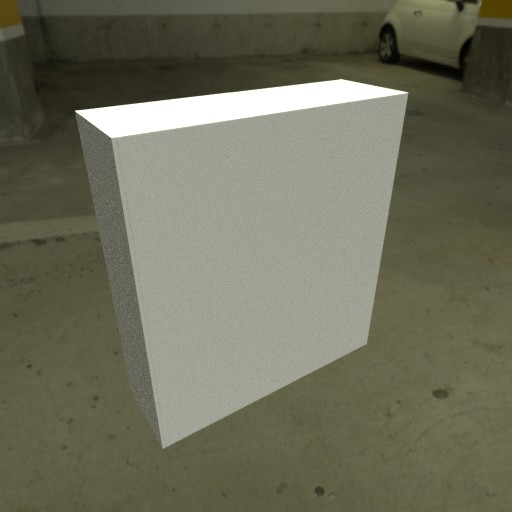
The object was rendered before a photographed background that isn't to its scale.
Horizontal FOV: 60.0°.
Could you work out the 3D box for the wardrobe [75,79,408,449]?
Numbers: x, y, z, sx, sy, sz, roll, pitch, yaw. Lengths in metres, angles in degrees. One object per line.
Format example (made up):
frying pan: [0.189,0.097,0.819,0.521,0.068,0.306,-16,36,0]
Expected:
wardrobe: [0.000,0.000,3.003,1.830,2.020,0.600,-18,35,-28]
